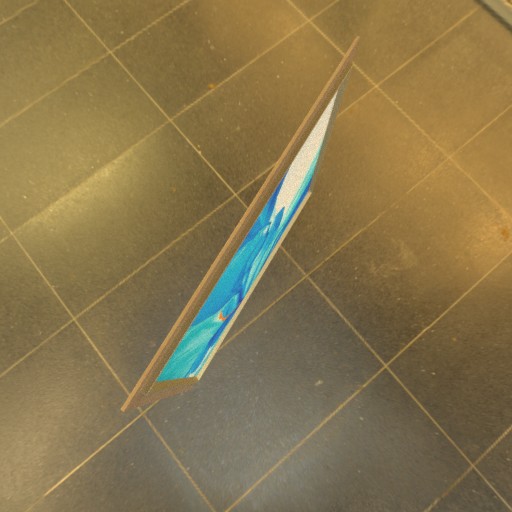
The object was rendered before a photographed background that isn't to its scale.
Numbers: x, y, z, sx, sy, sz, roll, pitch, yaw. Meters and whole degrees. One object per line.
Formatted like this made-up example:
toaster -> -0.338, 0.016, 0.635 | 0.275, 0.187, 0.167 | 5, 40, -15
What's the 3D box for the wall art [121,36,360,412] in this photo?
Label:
wall art -> 0.000, 0.000, 1.648 | 0.025, 1.067, 1.168 | 30, 78, 7
